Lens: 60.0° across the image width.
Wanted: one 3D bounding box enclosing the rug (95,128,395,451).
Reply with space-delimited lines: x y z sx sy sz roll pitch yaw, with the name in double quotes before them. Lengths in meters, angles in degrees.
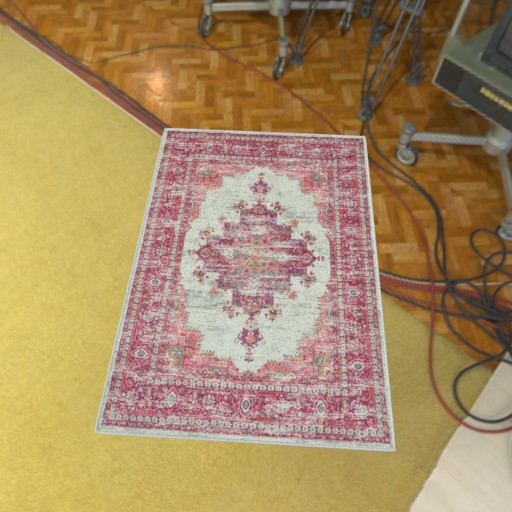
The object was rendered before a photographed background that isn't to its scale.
"rug" 0.000 0.000 2.847 1.555 0.011 2.232 3 59 2
